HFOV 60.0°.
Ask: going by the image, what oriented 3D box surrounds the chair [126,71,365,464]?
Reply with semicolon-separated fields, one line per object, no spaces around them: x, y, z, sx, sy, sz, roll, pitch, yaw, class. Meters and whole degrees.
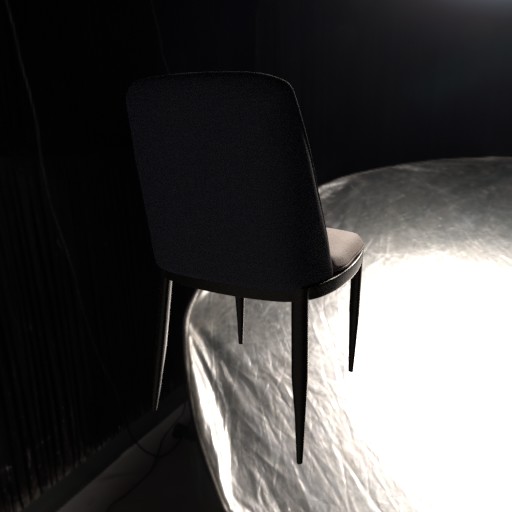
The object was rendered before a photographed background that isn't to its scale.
0.000;0.000;1.159;0.480;0.839;0.551;8;18;27;chair
